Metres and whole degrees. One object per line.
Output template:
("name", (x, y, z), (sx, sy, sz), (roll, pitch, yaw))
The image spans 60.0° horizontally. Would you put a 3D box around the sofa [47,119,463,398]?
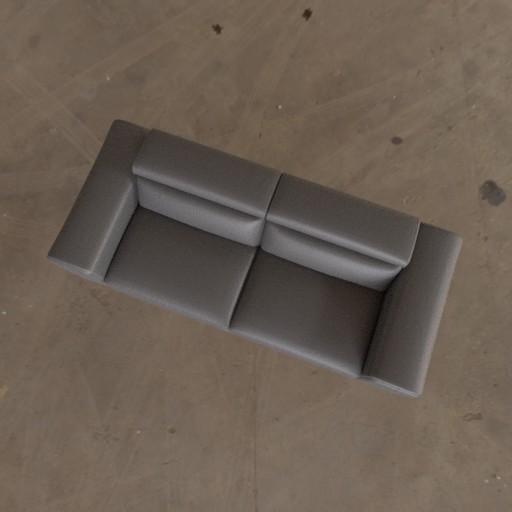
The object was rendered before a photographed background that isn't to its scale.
("sofa", (0.000, 0.000, 2.837), (2.321, 0.759, 1.023), (20, 77, 5))
